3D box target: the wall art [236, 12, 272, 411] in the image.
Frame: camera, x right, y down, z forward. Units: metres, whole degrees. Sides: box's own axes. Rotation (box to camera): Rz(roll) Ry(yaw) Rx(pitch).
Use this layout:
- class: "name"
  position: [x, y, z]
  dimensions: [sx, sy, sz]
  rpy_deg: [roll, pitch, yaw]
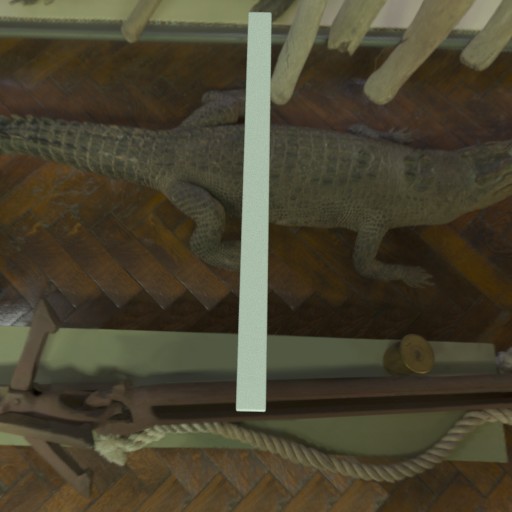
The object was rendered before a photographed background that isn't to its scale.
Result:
- class: "wall art"
  position: [0.000, 0.000, 0.738]
  dimensions: [0.028, 0.556, 0.454]
  rpy_deg: [1, 74, 0]
